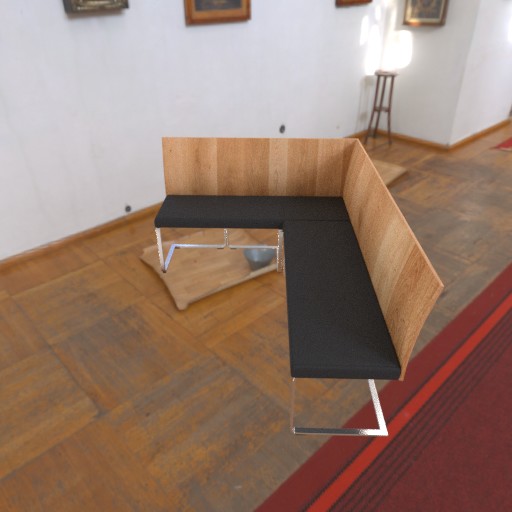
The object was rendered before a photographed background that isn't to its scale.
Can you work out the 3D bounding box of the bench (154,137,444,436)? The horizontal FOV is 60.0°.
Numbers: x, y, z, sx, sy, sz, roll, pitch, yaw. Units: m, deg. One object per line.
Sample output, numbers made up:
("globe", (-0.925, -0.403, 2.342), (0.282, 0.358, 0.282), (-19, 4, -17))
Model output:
("bench", (0.000, 0.000, 2.784), (1.495, 0.930, 1.945), (1, 31, 1))
